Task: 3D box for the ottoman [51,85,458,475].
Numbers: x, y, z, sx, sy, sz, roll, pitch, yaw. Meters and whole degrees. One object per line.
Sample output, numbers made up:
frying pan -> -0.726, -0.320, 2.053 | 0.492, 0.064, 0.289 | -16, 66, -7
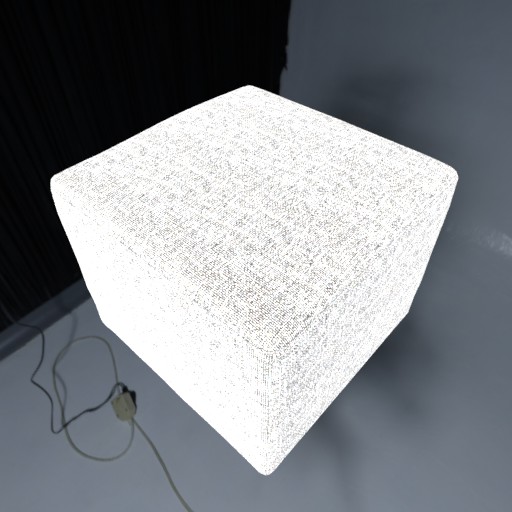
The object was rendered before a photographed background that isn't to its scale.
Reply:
ottoman -> 0.000, 0.000, 0.889 | 0.521, 0.453, 0.512 | 33, 54, 29
